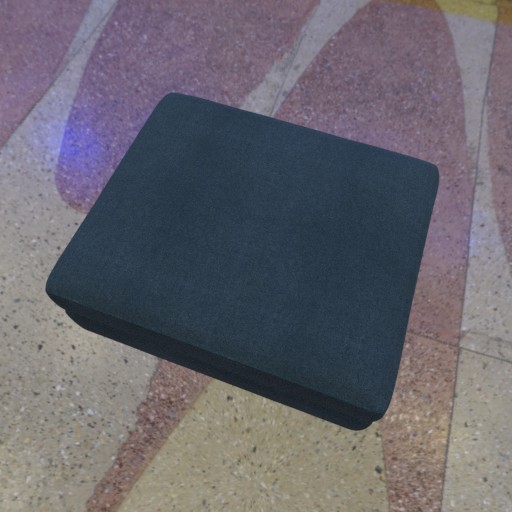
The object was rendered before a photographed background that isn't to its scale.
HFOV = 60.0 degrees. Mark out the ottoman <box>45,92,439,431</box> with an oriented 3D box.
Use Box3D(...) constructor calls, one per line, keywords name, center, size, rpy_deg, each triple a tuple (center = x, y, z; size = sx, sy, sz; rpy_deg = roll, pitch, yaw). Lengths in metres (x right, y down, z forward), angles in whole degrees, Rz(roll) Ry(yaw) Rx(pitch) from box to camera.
Box3D(name="ottoman", center=(0.000, 0.000, 1.253), size=(0.821, 0.474, 0.693), rpy_deg=(18, 64, 9))
